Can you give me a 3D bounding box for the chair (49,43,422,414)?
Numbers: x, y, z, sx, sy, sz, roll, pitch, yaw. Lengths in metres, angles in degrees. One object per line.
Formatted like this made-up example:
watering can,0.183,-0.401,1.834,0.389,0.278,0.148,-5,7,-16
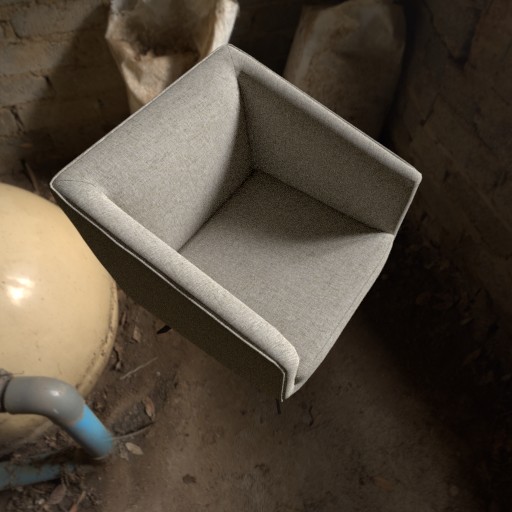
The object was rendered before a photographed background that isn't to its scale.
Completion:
chair,0.000,0.000,1.251,0.623,0.760,0.628,31,63,18
